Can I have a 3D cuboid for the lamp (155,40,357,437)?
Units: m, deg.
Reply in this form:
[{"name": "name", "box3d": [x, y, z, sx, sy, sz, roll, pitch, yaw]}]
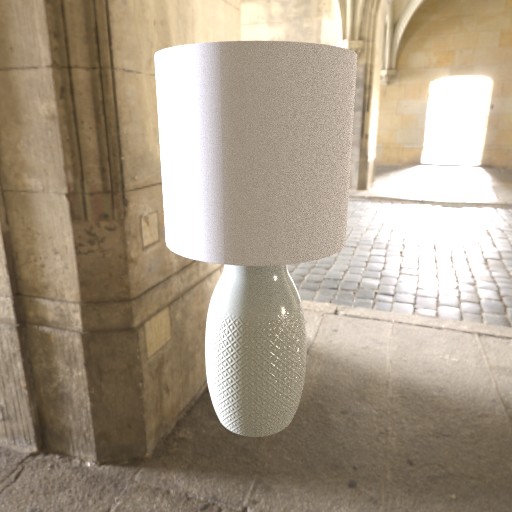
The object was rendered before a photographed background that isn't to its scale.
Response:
[{"name": "lamp", "box3d": [0.000, 0.000, 0.550, 0.217, 0.453, 0.217, -9, 19, -27]}]
